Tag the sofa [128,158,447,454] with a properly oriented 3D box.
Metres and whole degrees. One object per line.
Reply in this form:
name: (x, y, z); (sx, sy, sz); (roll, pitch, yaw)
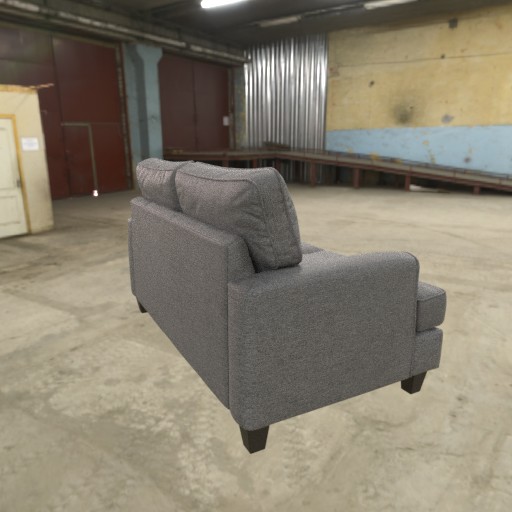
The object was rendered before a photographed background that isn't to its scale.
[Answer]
sofa: (0.000, 0.000, 2.267); (0.965, 0.965, 1.651); (-7, 16, -27)
